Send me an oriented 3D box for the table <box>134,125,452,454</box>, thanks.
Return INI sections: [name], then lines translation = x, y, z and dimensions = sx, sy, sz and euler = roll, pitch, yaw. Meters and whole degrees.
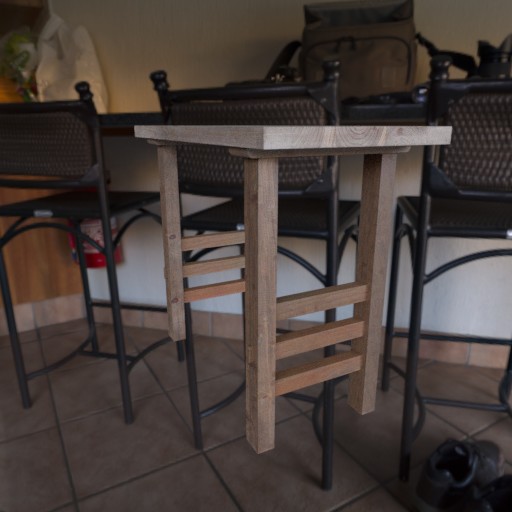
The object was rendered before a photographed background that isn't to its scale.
[table]
translation = 0.000, 0.000, 1.622
dimensions = 0.556, 0.914, 1.119
euler = -9, 18, -27
